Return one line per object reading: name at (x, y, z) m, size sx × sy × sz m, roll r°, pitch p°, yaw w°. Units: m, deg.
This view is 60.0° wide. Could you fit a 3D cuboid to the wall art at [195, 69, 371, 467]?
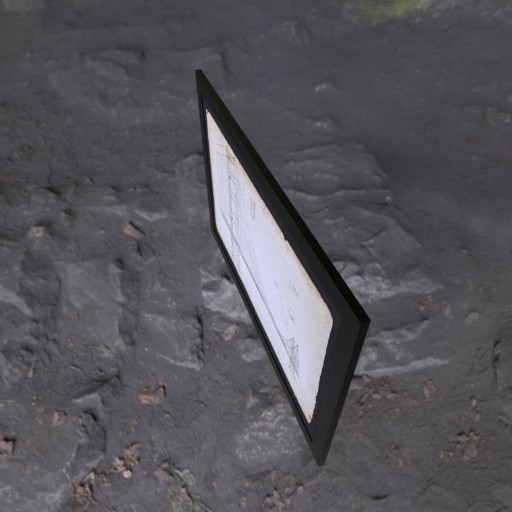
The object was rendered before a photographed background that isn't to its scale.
wall art at (0.000, 0.000, 0.847) m, size 0.013 × 0.447 × 0.660 m, roll -15°, pitch 49°, yaw -14°
